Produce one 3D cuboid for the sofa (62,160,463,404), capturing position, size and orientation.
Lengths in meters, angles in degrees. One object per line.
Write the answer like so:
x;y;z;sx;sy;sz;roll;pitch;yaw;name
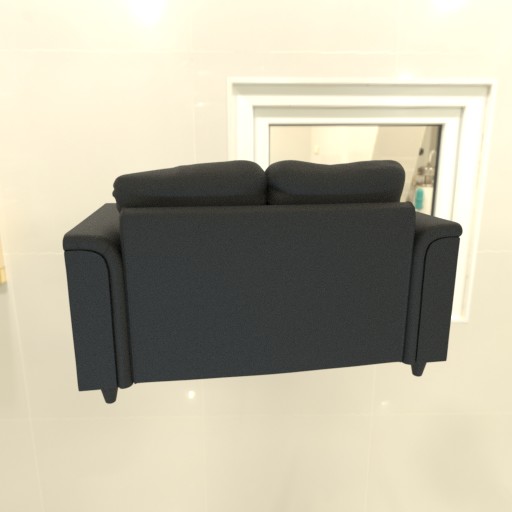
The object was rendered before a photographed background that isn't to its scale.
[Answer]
0.000;0.000;1.964;1.386;0.845;0.887;-2;14;-9;sofa
